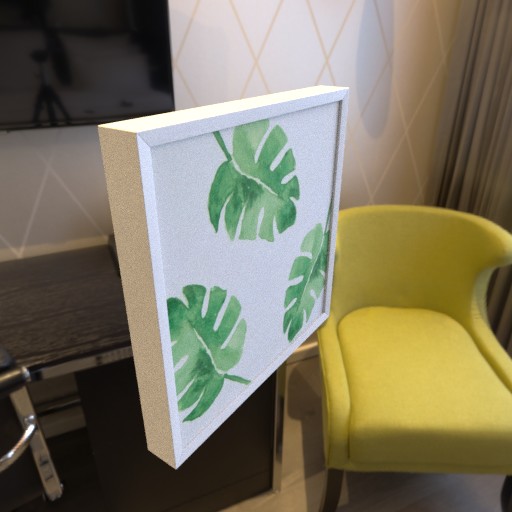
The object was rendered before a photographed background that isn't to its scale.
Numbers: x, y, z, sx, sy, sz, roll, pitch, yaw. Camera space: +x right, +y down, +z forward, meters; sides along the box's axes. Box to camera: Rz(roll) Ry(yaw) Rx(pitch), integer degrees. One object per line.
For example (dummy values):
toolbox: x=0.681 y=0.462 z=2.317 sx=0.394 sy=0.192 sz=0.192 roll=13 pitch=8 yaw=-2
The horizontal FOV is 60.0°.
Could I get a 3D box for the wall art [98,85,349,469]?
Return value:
wall art: x=0.000 y=0.000 z=0.460 sx=0.038 sy=0.305 sz=0.305 roll=18 pitch=32 yaw=31
